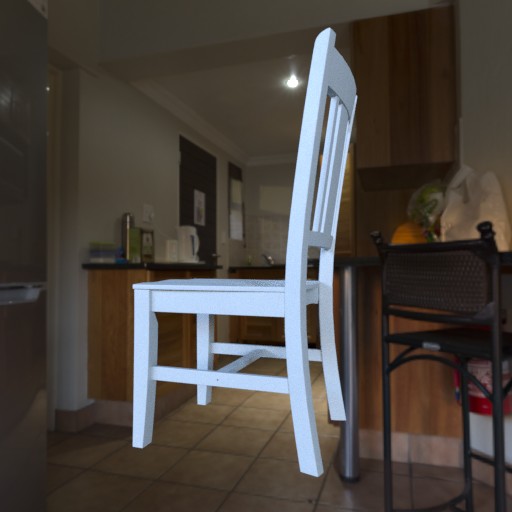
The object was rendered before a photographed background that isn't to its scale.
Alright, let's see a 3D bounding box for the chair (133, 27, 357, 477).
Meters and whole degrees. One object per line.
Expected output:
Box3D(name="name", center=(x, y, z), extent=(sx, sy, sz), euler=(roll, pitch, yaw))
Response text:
Box3D(name="chair", center=(0.000, 0.000, 1.263), extent=(0.555, 0.998, 0.450), euler=(0, -1, 20))
